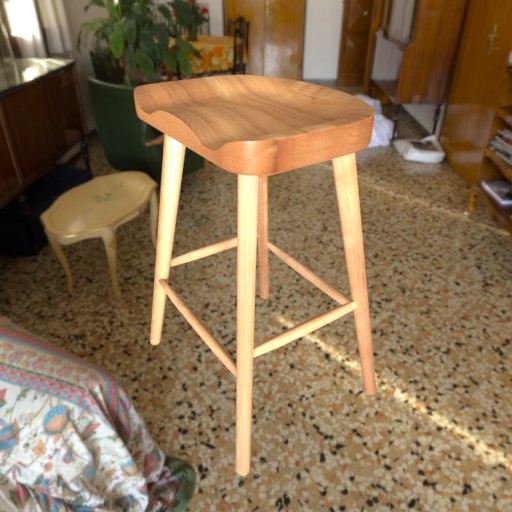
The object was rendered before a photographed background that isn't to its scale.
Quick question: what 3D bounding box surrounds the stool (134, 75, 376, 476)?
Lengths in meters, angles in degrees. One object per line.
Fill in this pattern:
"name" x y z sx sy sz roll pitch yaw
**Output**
"stool" 0.000 0.000 0.889 0.361 0.615 0.440 -20 37 -28
